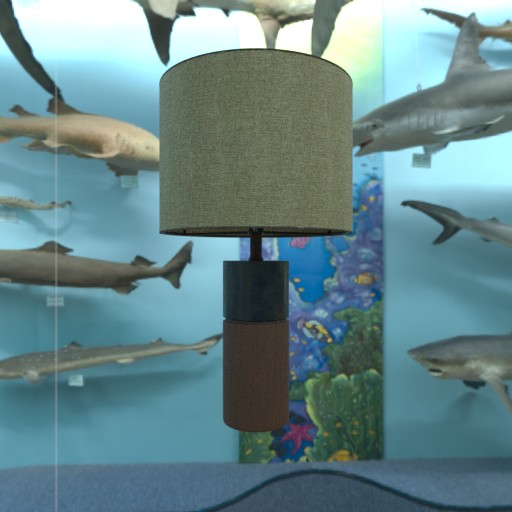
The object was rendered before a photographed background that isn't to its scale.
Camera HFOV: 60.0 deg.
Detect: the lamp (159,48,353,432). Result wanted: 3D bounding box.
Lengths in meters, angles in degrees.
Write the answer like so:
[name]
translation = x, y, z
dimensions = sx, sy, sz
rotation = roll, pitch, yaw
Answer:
[lamp]
translation = 0.000, 0.000, 0.473
dimensions = 0.202, 0.350, 0.202
rotation = 0, 0, 0
